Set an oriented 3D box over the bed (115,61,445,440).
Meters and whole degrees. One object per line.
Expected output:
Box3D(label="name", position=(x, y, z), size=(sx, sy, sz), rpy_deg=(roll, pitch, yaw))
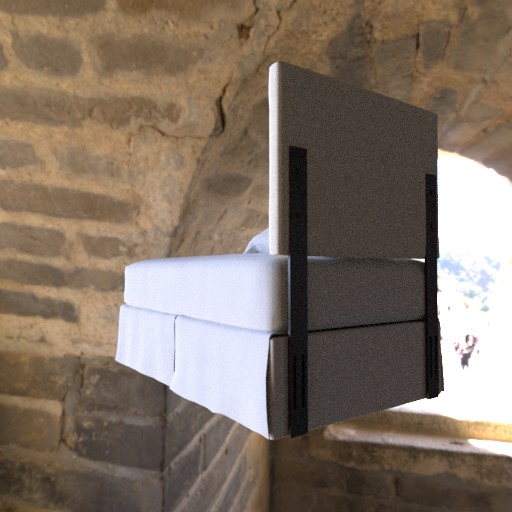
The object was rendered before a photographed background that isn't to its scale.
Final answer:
Box3D(label="bed", position=(0.000, 0.000, 2.940), size=(1.261, 1.571, 1.997), rpy_deg=(1, -2, -35))
